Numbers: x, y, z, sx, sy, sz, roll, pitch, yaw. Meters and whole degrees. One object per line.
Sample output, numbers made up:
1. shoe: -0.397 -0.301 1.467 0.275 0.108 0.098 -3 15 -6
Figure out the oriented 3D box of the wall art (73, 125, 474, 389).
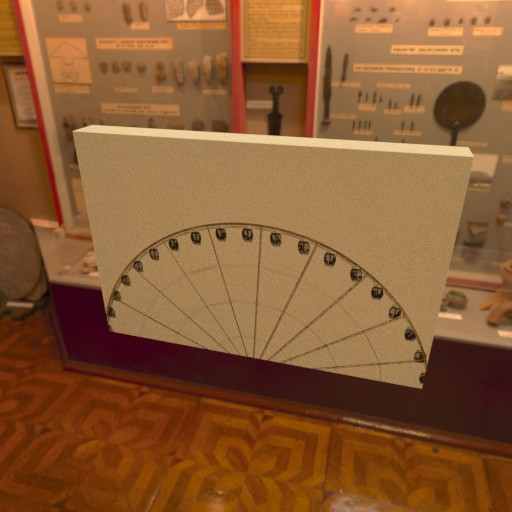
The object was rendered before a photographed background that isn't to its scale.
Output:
1. wall art: 0.000 0.000 0.484 0.384 0.254 0.039 7 28 14
